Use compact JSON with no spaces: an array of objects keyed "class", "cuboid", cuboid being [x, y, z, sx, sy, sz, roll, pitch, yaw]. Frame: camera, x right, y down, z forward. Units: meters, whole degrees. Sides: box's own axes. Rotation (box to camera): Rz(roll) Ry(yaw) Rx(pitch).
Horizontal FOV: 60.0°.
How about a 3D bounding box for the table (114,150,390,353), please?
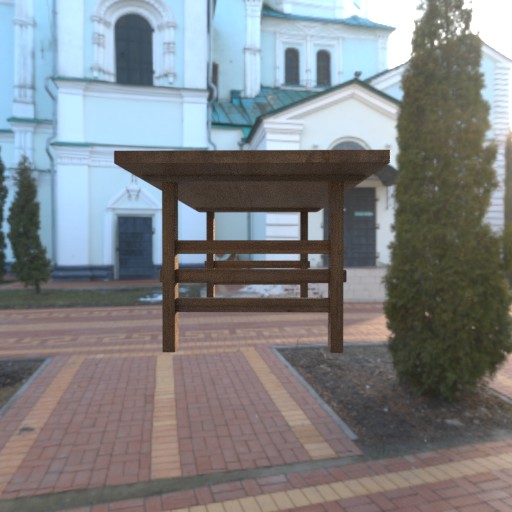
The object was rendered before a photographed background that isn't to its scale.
[{"class":"table","cuboid":[0.000,0.000,2.530,0.952,0.760,2.003,0,1,1]}]
